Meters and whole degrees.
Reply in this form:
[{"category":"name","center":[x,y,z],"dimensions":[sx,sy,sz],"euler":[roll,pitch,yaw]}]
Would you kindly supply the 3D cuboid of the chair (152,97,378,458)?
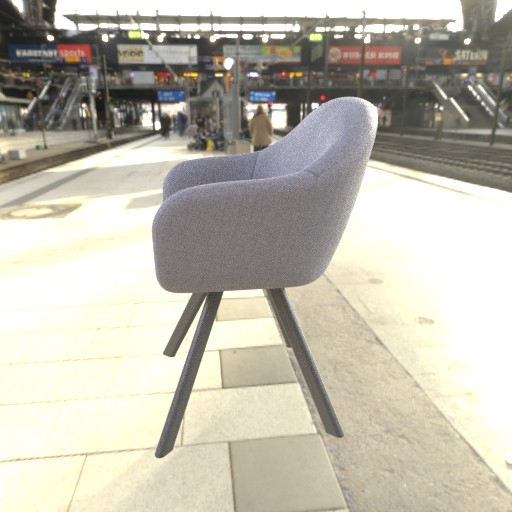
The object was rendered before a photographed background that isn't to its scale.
[{"category":"chair","center":[0.000,0.000,1.172],"dimensions":[0.550,0.795,0.590],"euler":[-3,18,-9]}]
